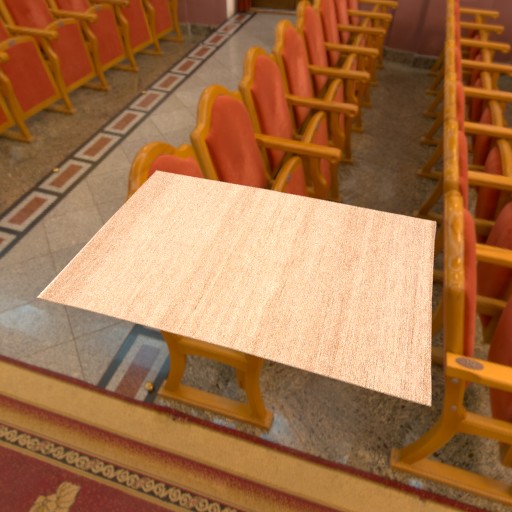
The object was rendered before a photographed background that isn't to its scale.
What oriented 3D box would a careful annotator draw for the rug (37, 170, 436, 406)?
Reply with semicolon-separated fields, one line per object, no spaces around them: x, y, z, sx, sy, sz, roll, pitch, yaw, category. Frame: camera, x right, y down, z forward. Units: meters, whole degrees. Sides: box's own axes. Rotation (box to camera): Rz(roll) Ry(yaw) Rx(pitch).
0.000;0.000;3.023;2.346;0.029;1.574;12;44;13;rug
